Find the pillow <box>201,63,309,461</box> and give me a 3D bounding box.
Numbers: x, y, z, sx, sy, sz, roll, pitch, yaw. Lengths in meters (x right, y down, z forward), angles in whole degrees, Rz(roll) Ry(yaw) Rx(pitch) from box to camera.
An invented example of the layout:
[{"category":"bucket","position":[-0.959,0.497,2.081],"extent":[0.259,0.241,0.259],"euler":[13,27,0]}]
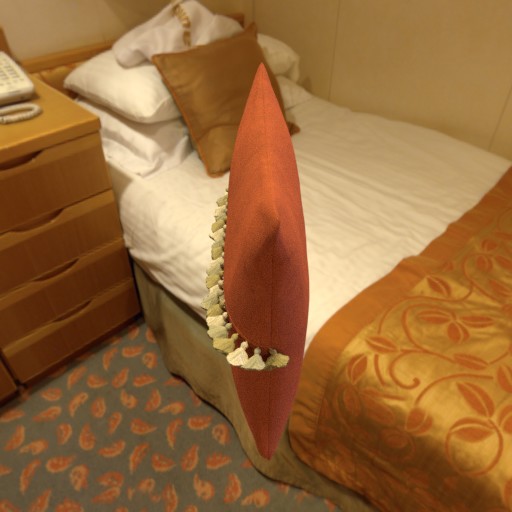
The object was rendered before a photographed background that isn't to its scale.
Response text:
[{"category":"pillow","position":[0.000,0.000,0.747],"extent":[0.165,0.482,0.490],"euler":[-1,41,-1]}]
